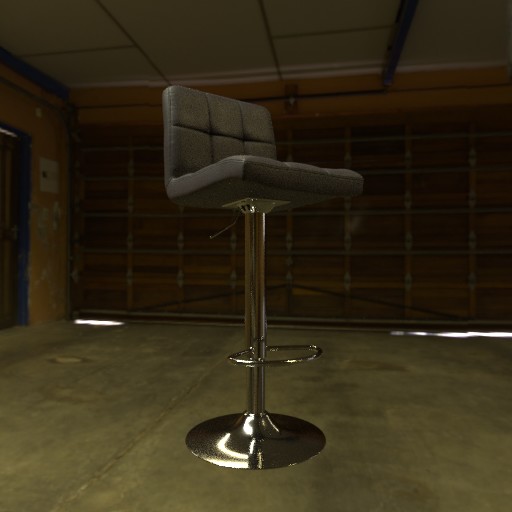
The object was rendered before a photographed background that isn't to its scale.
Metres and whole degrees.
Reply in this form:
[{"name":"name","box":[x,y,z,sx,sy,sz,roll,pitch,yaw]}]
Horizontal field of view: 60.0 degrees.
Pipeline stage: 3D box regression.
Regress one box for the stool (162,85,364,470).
[{"name":"stool","box":[0.000,0.000,1.358,0.430,1.115,0.505,0,-1,-35]}]
